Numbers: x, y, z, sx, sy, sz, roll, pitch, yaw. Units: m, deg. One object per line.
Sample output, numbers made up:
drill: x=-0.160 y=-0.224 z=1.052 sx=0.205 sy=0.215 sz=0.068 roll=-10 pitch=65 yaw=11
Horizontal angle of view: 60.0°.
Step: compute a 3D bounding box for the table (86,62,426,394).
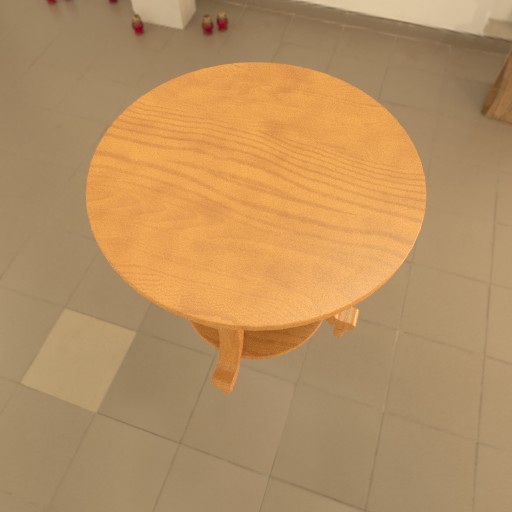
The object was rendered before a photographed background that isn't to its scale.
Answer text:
table: x=0.000 y=0.000 z=1.053 sx=0.597 sy=0.612 sz=0.597 roll=0 pitch=60 yaw=0
